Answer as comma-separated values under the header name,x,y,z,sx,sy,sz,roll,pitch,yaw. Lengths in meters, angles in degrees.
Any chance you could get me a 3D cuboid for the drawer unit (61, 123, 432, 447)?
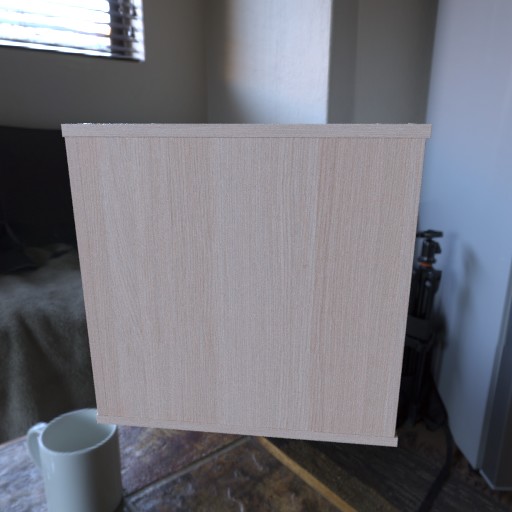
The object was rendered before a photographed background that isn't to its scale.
name,x,y,z,sx,sy,sz,roll,pitch,yaw
drawer unit,0.000,0.000,0.600,0.349,0.344,0.290,2,17,6
